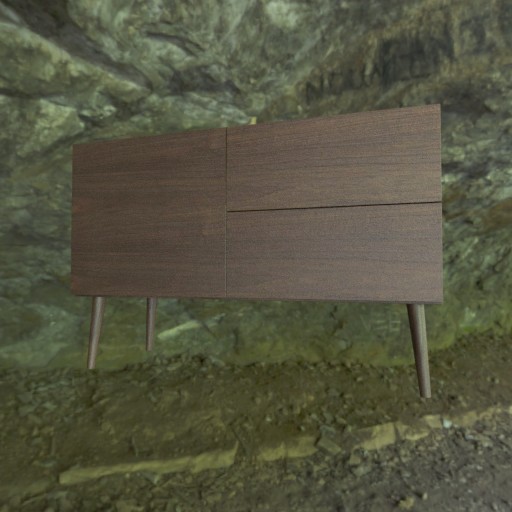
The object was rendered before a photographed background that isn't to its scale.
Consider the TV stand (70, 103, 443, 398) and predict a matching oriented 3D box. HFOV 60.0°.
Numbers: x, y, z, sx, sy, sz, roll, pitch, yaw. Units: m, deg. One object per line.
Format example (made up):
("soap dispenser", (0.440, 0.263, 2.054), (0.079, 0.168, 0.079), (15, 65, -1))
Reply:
("TV stand", (0.000, 0.000, 1.311), (0.990, 0.660, 0.405), (-1, -2, 19))
